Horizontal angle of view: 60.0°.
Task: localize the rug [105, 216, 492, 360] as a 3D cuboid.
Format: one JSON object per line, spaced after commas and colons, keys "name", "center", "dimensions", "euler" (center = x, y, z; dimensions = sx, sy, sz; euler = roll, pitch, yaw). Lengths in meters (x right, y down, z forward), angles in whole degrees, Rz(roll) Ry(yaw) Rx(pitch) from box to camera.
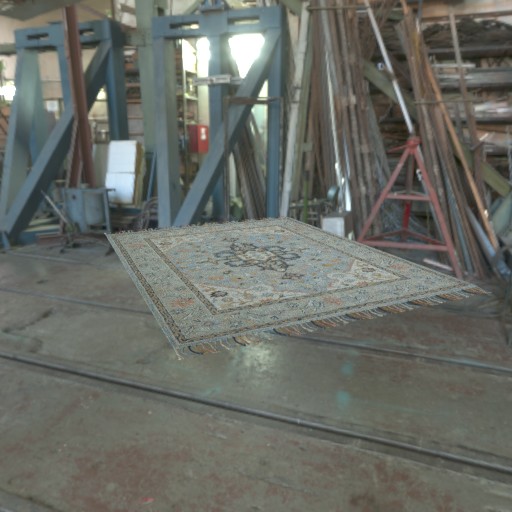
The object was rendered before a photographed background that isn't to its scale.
{"name": "rug", "center": [0.000, 0.000, 4.196], "dimensions": [2.379, 0.011, 3.221], "euler": [-7, 18, -24]}
